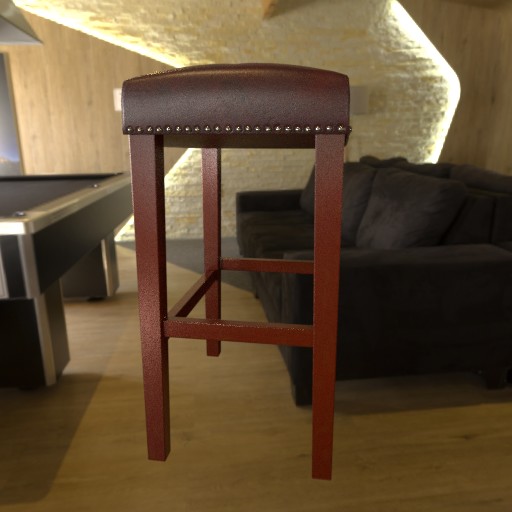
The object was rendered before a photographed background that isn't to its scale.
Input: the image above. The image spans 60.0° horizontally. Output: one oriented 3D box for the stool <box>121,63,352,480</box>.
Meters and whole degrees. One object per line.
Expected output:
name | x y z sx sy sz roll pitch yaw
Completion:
stool | 0.000 0.000 0.998 0.372 0.742 0.504 2 15 9
